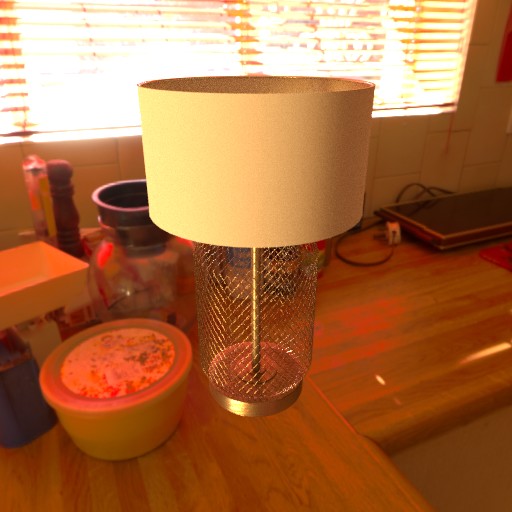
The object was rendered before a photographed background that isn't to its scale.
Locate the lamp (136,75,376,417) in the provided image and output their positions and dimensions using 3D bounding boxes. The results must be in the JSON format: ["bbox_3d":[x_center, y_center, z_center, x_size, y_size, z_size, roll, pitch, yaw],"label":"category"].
[{"bbox_3d":[0.000,0.000,0.791,0.353,0.578,0.353,0,25,0],"label":"lamp"}]
